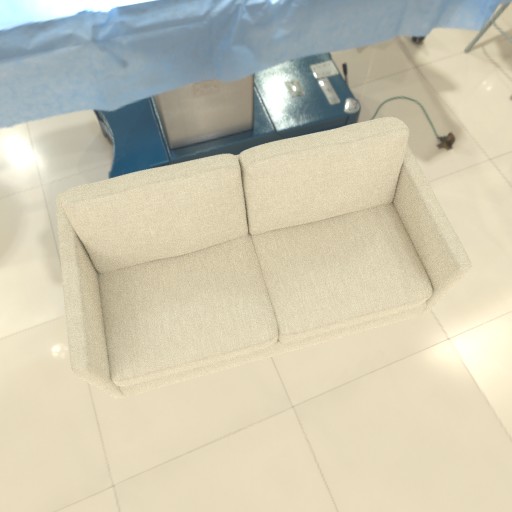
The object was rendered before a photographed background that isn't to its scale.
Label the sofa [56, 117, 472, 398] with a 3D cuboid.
[{"bbox_3d":[0.000,0.000,2.358,1.838,0.963,0.950,-14,65,-7],"label":"sofa"}]
